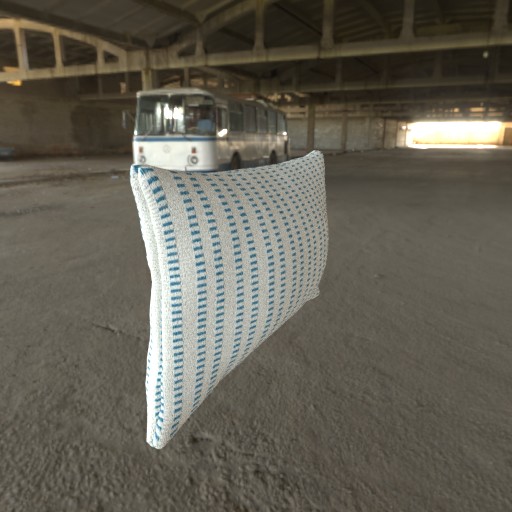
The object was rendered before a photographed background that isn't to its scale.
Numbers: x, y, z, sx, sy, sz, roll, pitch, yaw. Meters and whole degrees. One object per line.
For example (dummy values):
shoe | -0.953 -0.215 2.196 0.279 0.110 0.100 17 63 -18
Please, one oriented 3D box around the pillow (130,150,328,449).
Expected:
pillow | 0.000 0.000 0.790 0.210 0.353 0.640 7 17 25
